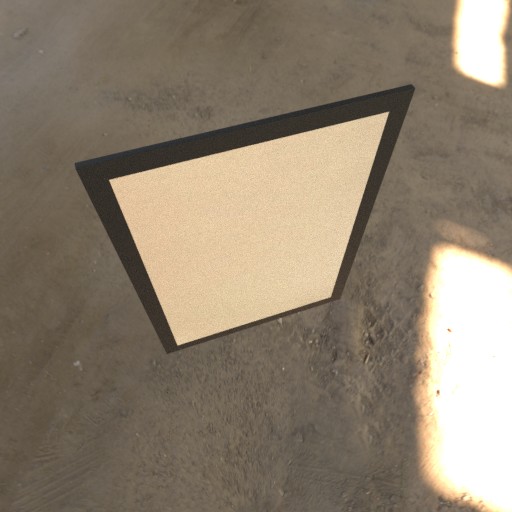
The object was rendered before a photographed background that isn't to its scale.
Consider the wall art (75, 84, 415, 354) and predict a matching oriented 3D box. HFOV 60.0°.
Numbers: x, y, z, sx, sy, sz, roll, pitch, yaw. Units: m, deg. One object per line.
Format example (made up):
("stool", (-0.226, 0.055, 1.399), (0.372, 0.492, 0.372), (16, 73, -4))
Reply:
("wall art", (0.000, 0.000, 0.695), (0.379, 0.530, 0.008), (-16, 59, -10))
